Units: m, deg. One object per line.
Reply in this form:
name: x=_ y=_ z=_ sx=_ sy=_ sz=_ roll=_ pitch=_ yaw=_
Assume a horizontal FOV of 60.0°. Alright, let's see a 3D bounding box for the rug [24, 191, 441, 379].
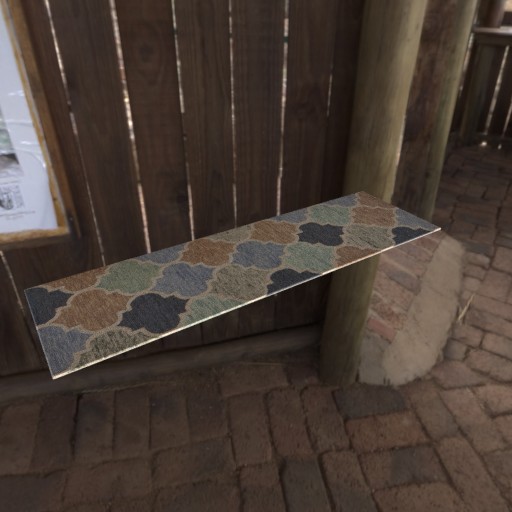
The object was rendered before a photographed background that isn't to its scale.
rug: x=0.000 y=0.000 z=2.473 sx=2.287 sy=0.011 sz=0.687 roll=-18 pitch=36 yaw=-27
